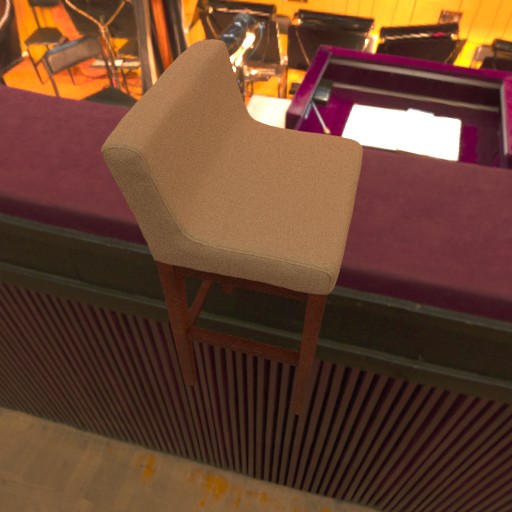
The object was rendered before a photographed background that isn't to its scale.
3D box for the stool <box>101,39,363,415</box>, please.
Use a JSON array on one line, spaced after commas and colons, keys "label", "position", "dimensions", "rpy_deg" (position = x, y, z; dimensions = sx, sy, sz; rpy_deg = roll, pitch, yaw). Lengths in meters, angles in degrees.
[{"label": "stool", "position": [0.000, 0.000, 1.327], "dimensions": [0.500, 1.037, 0.511], "rpy_deg": [12, 49, 10]}]
